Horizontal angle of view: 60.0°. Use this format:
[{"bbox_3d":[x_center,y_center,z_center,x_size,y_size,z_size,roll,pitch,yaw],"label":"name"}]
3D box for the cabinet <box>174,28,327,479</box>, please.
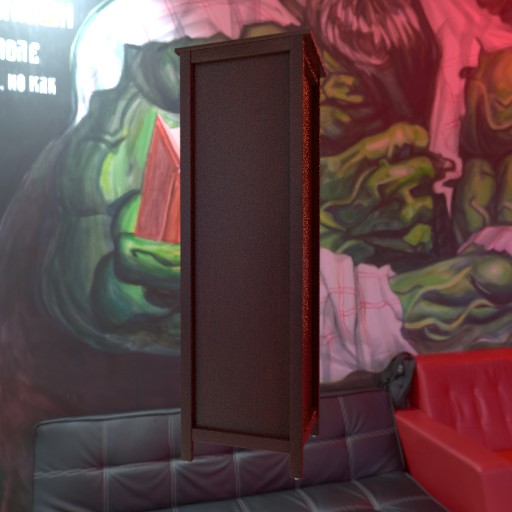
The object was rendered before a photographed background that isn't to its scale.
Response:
[{"bbox_3d":[0.000,0.000,1.747,0.500,1.518,0.401,0,1,17],"label":"cabinet"}]
